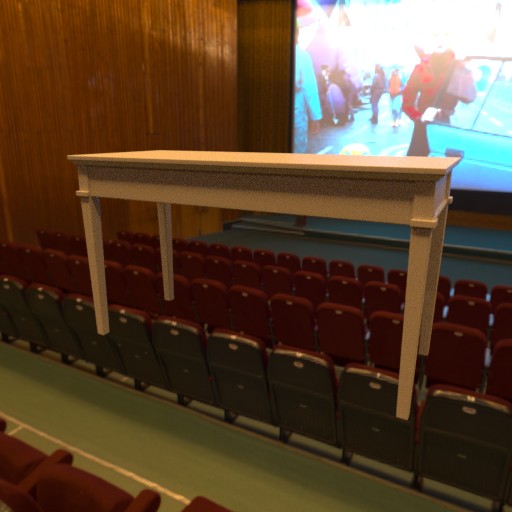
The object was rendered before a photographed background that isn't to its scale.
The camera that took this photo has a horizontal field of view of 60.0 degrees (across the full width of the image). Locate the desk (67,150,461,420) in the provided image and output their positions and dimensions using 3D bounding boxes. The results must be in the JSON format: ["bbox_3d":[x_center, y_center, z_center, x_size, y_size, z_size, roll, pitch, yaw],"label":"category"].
[{"bbox_3d":[0.000,0.000,1.765,1.372,0.774,0.559,8,18,27],"label":"desk"}]
